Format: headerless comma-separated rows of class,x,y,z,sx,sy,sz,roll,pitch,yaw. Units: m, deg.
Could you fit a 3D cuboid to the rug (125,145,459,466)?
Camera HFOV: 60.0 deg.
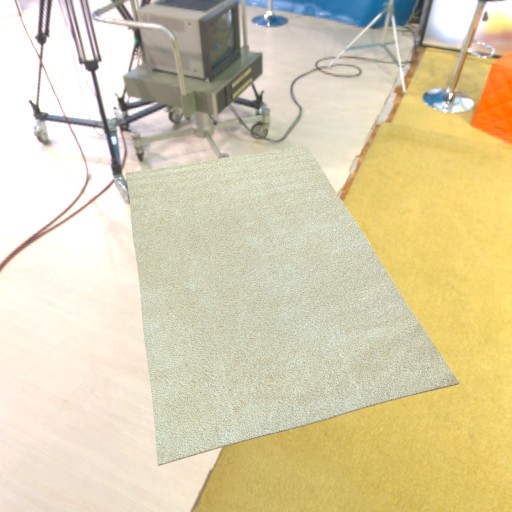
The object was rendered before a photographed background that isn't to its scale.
rug,0.000,0.000,3.406,1.800,0.025,2.699,-11,47,-10
